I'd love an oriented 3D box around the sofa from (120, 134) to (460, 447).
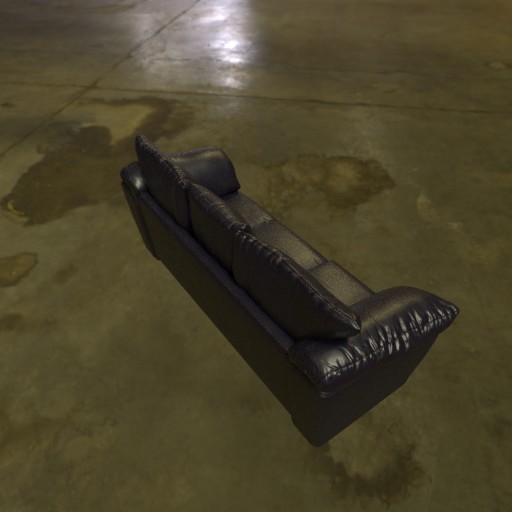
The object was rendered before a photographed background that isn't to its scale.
[{"bbox_3d":[0.000,0.000,2.879,0.880,1.073,2.336,-25,46,-26],"label":"sofa"}]
